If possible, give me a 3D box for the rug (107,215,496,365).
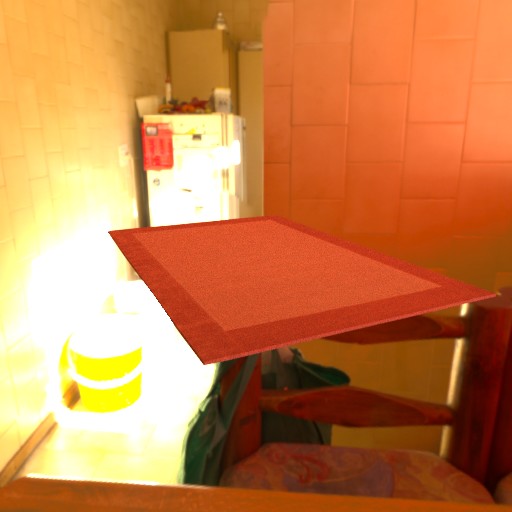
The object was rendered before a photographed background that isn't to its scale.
[{"bbox_3d":[0.000,0.000,2.281,1.219,0.014,1.829,-8,18,-25],"label":"rug"}]
